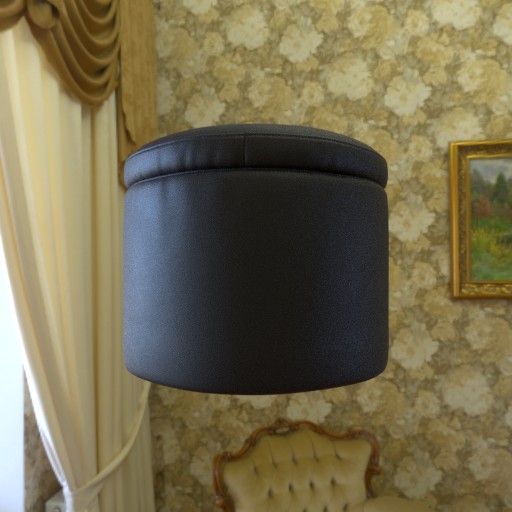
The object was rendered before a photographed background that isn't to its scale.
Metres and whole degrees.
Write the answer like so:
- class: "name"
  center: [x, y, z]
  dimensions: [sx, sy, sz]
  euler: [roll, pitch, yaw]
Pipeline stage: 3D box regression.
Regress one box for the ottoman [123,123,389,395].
- class: "ottoman"
  center: [0.000, 0.000, 0.873]
  dimensions: [0.501, 0.409, 0.501]
  euler: [0, -1, 0]
